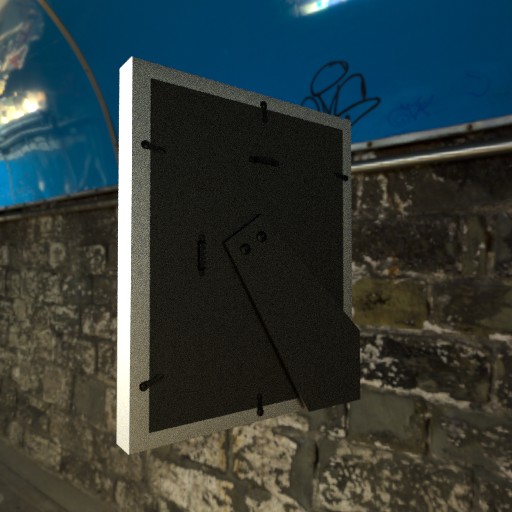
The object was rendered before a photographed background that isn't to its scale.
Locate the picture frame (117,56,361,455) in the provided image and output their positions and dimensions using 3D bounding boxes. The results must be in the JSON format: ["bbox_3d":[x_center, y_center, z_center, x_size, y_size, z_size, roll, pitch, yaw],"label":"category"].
[{"bbox_3d":[0.000,0.000,0.389,0.233,0.282,0.036,1,-2,-37],"label":"picture frame"}]
